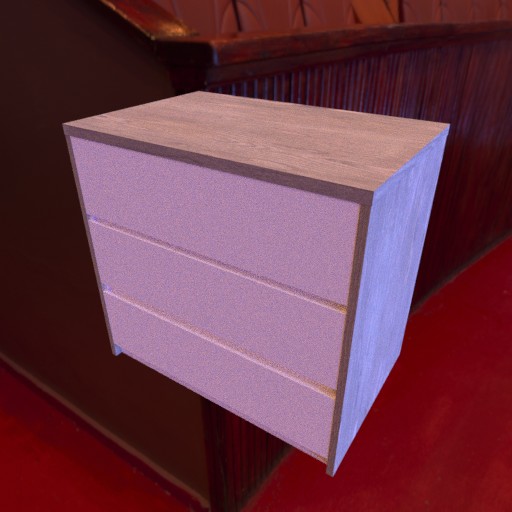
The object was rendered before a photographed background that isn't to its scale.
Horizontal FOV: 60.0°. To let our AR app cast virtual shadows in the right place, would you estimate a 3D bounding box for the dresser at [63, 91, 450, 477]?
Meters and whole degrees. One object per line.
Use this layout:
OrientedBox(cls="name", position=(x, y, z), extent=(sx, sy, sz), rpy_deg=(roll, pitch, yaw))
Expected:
OrientedBox(cls="dresser", position=(0.000, 0.000, 1.297), extent=(0.809, 0.762, 0.529), rpy_deg=(18, 35, 28))
